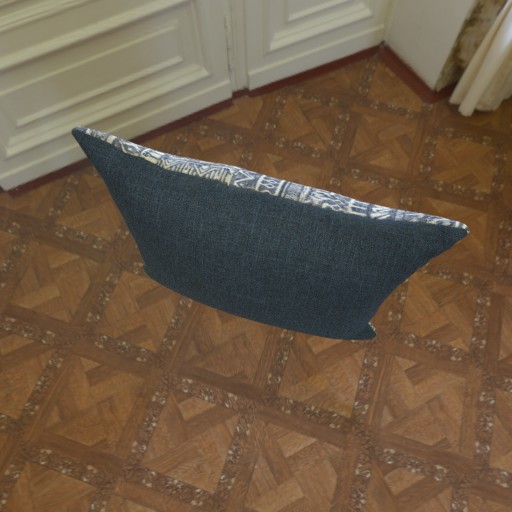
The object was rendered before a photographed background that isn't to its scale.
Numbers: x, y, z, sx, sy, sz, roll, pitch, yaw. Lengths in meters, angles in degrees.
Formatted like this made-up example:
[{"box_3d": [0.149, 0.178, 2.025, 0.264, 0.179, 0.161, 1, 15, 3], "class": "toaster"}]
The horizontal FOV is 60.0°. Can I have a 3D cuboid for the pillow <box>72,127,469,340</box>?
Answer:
[{"box_3d": [0.000, 0.000, 0.786, 0.546, 0.487, 0.180, 15, 66, 7], "class": "pillow"}]
